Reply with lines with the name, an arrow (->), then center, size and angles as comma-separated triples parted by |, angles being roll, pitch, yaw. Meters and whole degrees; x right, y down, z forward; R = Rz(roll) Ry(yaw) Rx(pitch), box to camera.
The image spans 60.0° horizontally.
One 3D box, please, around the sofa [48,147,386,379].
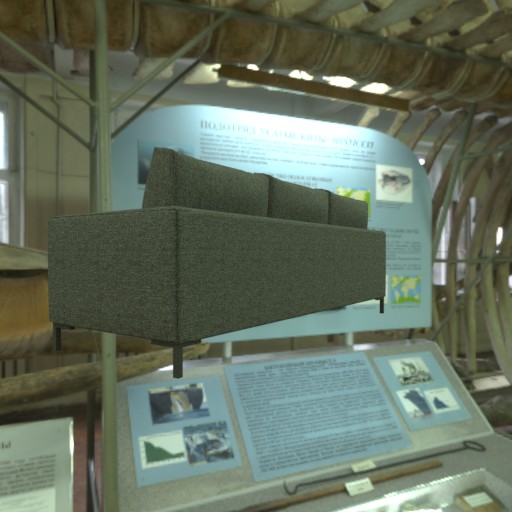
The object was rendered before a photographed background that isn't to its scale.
sofa -> 0.000, 0.000, 2.737 | 0.876, 0.879, 2.253 | 0, 0, 35
